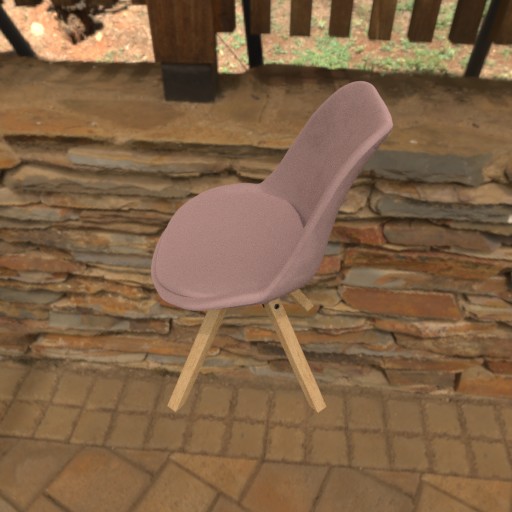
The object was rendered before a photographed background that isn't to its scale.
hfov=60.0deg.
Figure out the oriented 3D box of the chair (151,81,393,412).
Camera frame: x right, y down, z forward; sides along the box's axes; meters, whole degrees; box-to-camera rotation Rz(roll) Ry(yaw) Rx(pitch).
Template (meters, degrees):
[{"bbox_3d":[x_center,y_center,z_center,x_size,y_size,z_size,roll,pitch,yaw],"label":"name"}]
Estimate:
[{"bbox_3d":[0.000,0.000,1.189,0.550,0.850,0.485,0,41,0],"label":"chair"}]
